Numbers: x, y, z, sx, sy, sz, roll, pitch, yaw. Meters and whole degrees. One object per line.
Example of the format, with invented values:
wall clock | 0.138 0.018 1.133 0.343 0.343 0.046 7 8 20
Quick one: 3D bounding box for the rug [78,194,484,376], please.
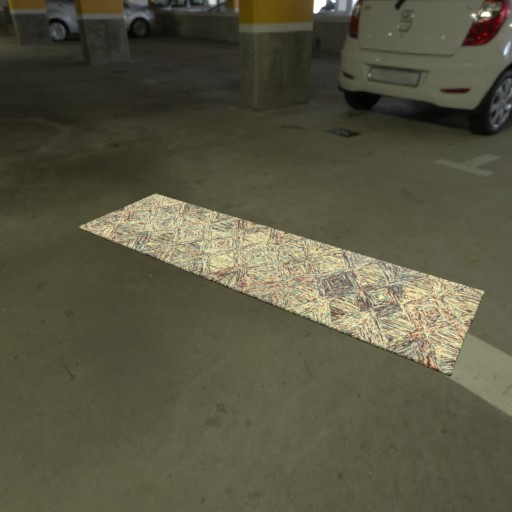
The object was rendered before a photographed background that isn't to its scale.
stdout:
rug | 0.000 0.000 2.516 2.292 0.015 0.688 19 35 29
